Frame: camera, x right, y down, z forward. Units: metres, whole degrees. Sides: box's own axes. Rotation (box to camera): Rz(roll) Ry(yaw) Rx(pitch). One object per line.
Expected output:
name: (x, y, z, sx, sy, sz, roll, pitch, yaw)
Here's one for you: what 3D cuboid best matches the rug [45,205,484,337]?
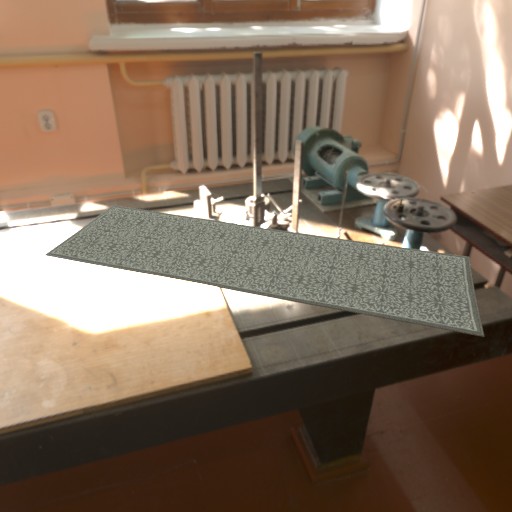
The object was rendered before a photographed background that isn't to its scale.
rug: (0.000, 0.000, 2.391, 2.196, 0.011, 0.662, 9, 33, 15)
